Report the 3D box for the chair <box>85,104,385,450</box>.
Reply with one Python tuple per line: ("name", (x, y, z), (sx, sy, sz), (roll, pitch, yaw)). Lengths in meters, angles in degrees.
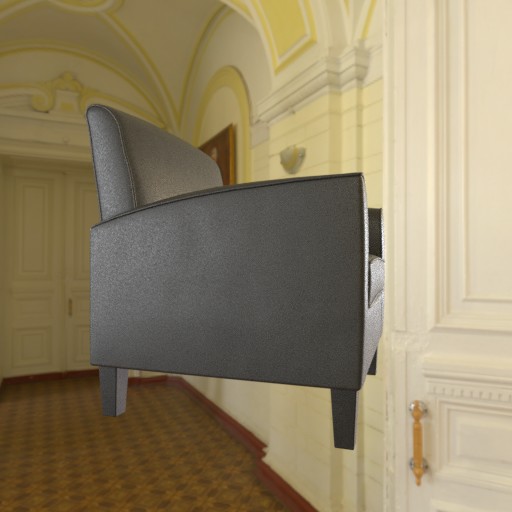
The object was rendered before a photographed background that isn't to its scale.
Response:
("chair", (0.000, 0.000, 1.514), (0.819, 0.916, 0.820), (0, 0, 19))
